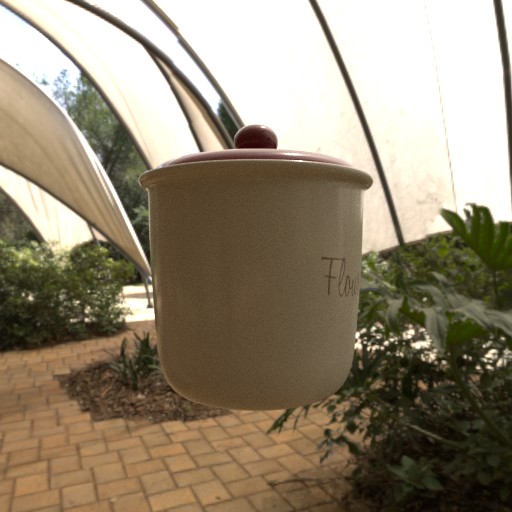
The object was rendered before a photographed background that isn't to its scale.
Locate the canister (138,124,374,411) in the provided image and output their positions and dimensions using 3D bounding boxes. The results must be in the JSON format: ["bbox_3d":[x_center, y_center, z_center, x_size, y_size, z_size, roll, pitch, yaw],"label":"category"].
[{"bbox_3d":[0.000,0.000,0.355,0.182,0.208,0.182,0,1,0],"label":"canister"}]
